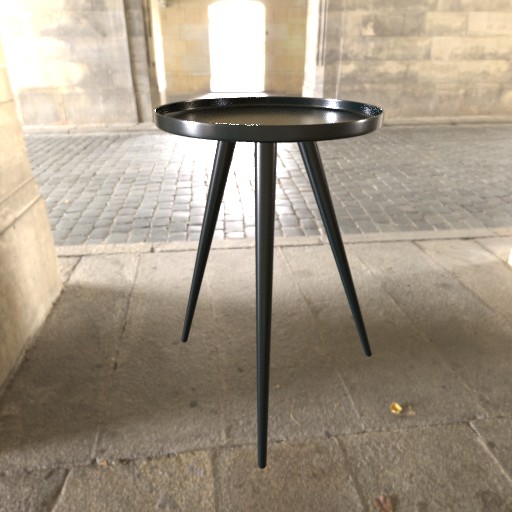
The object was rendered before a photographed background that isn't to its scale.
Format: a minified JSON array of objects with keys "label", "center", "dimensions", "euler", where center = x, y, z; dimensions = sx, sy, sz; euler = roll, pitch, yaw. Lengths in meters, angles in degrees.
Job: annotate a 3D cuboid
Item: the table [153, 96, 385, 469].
[{"label":"table","center":[0.000,0.000,0.853],"dimensions":[0.415,0.548,0.403],"euler":[18,30,33]}]
